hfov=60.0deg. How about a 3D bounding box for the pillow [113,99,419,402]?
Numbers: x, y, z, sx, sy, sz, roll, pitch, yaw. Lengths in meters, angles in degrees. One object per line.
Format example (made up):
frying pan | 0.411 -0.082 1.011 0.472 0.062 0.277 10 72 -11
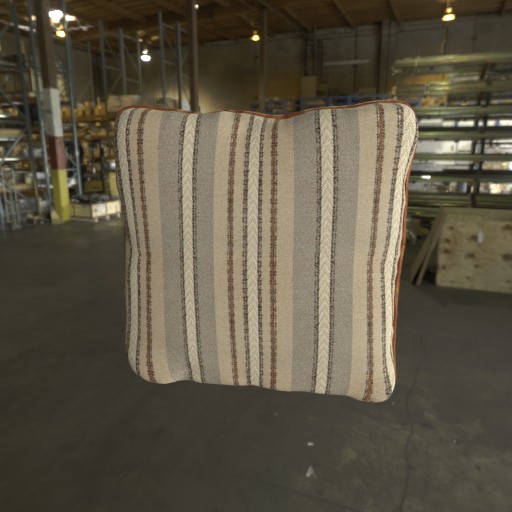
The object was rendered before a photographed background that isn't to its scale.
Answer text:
pillow | 0.000 0.000 0.741 0.489 0.490 0.130 2 13 10
